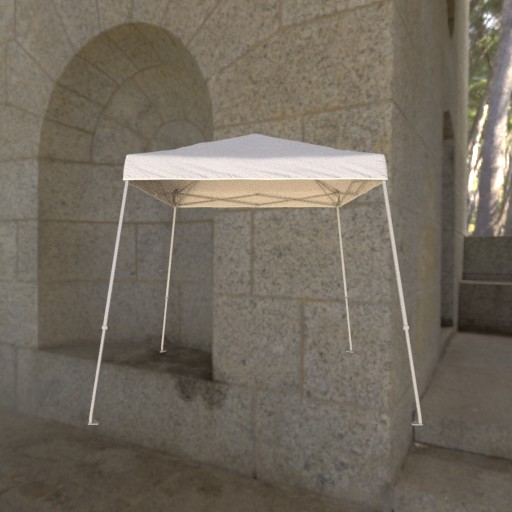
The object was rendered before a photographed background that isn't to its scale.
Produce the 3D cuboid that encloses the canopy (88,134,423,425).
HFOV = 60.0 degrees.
[{"bbox_3d":[0.000,0.000,6.541,3.599,3.600,3.600,0,0,0],"label":"canopy"}]
